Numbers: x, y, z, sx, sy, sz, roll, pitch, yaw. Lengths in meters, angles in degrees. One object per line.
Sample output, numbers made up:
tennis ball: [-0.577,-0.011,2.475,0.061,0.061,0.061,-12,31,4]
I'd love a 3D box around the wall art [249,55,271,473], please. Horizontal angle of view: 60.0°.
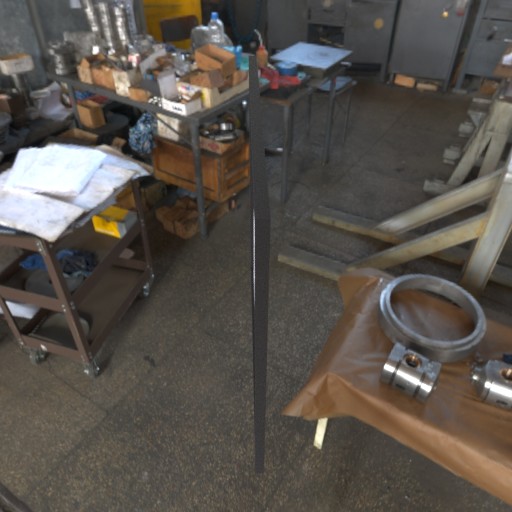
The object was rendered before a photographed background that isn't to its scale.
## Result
wall art: [0.000,0.000,0.684,0.013,0.458,0.456,-1,40,-1]
